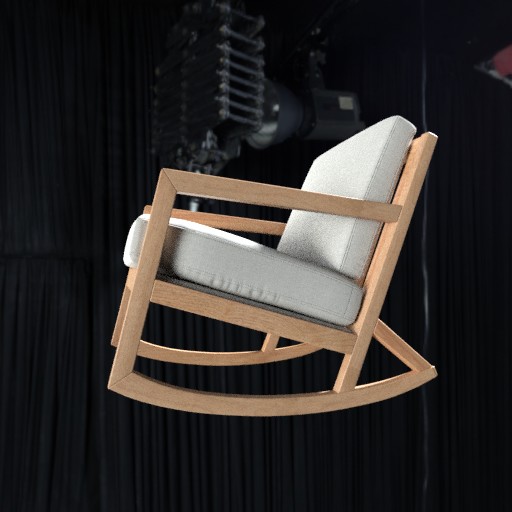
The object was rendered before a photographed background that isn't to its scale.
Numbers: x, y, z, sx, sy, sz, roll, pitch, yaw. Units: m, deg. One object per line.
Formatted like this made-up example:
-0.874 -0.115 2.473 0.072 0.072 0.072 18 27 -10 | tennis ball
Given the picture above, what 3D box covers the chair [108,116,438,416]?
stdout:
0.000 0.000 1.379 0.857 0.790 0.622 1 -2 -17 | chair
